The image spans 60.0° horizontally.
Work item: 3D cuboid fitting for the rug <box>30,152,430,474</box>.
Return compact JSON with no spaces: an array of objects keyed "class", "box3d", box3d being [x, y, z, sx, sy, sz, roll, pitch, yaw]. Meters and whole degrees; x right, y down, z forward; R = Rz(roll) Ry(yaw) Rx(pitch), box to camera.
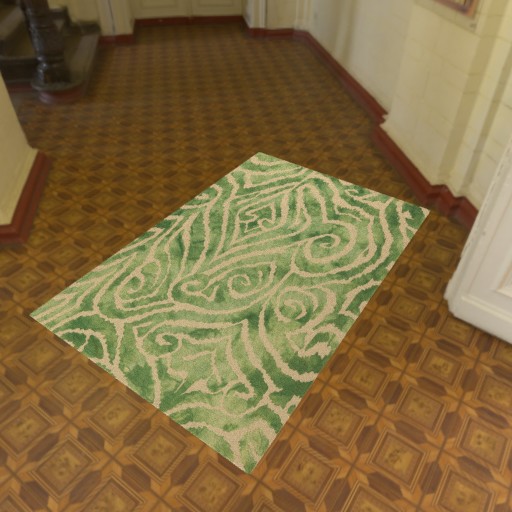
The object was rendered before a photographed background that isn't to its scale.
[{"class":"rug","box3d":[0.000,0.000,2.298,1.220,0.006,1.826,25,47,25]}]
